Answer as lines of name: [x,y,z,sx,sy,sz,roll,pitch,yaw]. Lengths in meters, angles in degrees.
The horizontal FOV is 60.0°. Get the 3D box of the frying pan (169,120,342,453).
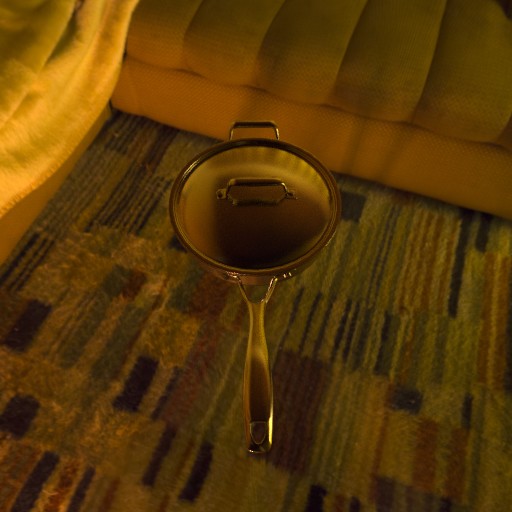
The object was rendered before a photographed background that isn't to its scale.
frying pan: [0.000,0.000,0.673,0.280,0.114,0.561,-1,59,0]
